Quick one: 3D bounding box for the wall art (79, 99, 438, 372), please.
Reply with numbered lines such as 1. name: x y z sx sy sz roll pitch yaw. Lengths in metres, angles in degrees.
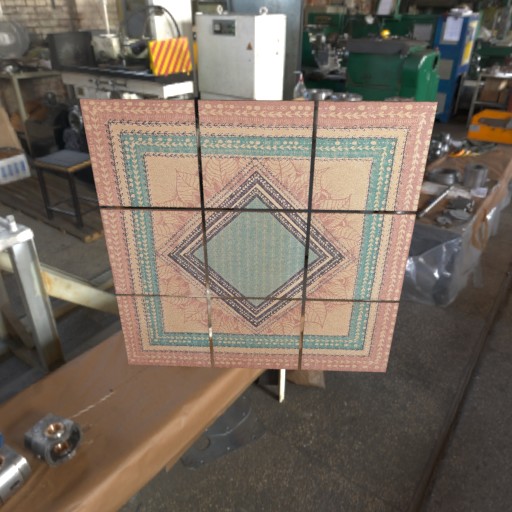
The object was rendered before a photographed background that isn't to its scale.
1. wall art: 0.000 0.000 2.267 1.527 1.525 0.014 1 29 2
